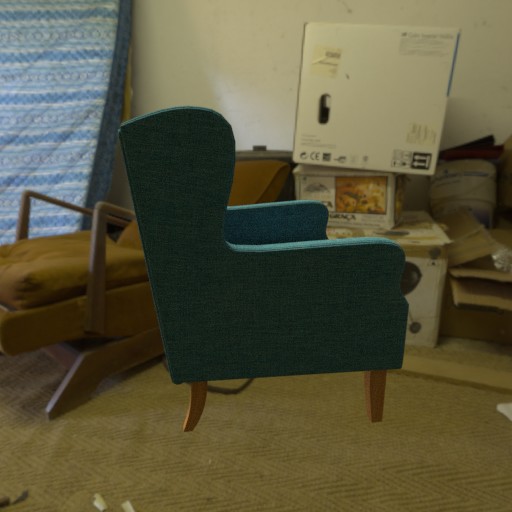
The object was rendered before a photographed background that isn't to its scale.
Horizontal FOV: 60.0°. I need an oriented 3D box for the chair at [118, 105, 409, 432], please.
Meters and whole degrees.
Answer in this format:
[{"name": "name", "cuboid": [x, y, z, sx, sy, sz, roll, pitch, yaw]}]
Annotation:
[{"name": "chair", "cuboid": [0.000, 0.000, 1.519, 0.775, 0.952, 0.711, -3, 17, -9]}]
